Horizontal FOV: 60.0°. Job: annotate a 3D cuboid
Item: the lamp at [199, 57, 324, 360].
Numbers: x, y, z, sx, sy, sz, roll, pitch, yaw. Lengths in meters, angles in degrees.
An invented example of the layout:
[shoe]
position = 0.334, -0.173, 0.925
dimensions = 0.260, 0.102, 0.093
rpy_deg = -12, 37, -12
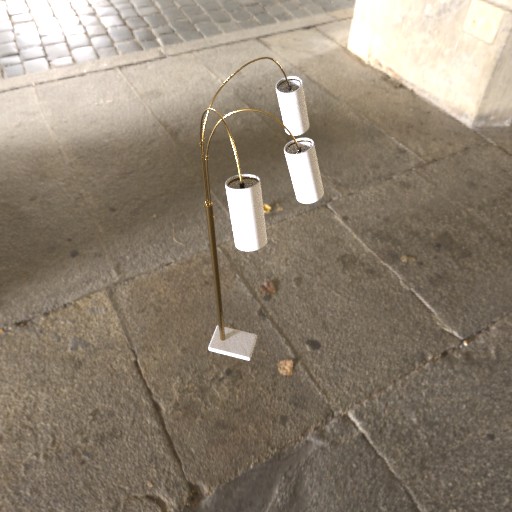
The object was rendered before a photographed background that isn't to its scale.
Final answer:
[lamp]
position = 0.000, 0.000, 2.553
dimensions = 0.667, 2.055, 1.020
rpy_deg = 12, 49, 10
